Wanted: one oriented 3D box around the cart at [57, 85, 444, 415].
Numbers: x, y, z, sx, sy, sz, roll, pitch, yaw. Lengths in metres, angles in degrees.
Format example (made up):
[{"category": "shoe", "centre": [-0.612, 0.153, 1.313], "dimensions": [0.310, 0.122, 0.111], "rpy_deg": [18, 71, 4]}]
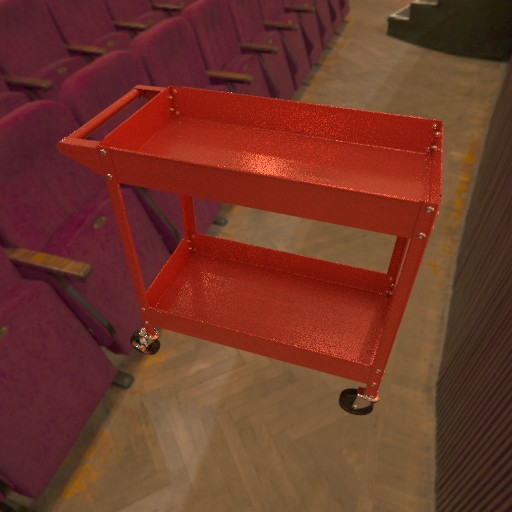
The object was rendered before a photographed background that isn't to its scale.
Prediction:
[{"category": "cart", "centre": [0.000, 0.000, 1.183], "dimensions": [0.779, 0.719, 0.366], "rpy_deg": [12, 43, 13]}]
